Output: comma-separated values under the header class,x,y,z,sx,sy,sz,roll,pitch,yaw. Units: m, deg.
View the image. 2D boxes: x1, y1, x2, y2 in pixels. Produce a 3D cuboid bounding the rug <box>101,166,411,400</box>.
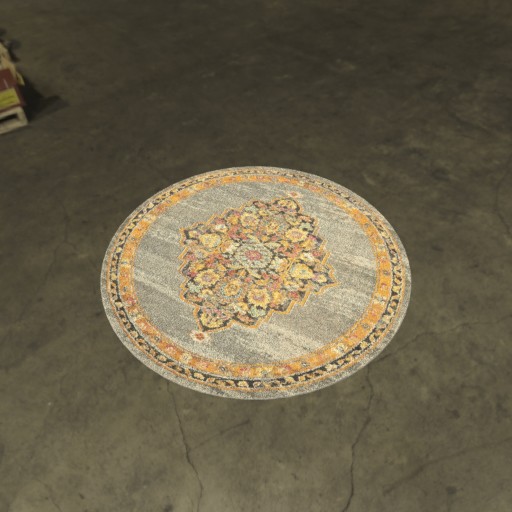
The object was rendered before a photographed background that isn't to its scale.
class,x,y,z,sx,sy,sz,roll,pitch,yaw
rug,0.000,0.000,2.343,1.598,0.010,1.598,0,47,0
